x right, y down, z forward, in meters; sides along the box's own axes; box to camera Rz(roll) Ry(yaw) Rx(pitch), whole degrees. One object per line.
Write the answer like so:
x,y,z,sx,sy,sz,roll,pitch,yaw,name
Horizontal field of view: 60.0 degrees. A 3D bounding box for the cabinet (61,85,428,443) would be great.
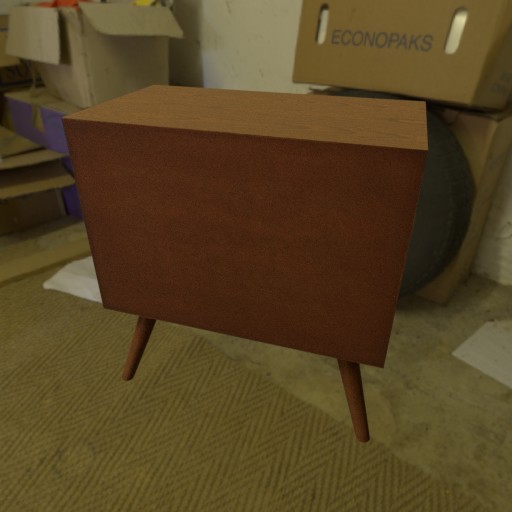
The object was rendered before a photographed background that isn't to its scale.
0.000,0.000,1.159,0.712,0.748,0.388,9,32,15,cabinet
